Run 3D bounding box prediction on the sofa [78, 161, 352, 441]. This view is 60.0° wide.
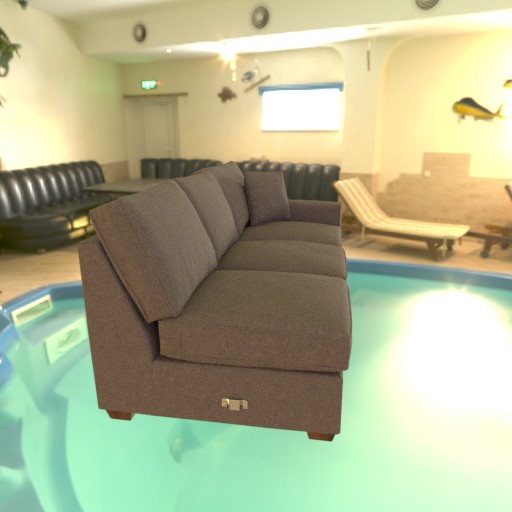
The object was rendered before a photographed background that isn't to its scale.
[{"bbox_3d":[0.000,0.000,2.543,1.034,0.946,1.963,3,16,9],"label":"sofa"}]
